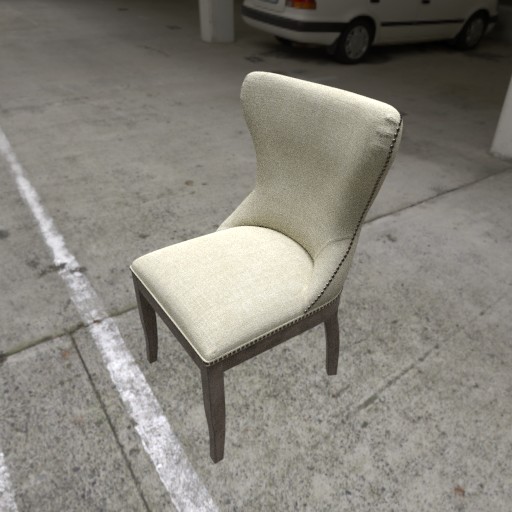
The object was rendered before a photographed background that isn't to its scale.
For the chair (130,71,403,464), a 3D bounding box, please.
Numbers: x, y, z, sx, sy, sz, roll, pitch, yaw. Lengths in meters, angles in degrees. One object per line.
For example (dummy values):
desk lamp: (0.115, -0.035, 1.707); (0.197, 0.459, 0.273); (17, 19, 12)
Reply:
chair: (0.000, 0.000, 1.441); (0.681, 1.002, 0.654); (-20, 38, -28)
